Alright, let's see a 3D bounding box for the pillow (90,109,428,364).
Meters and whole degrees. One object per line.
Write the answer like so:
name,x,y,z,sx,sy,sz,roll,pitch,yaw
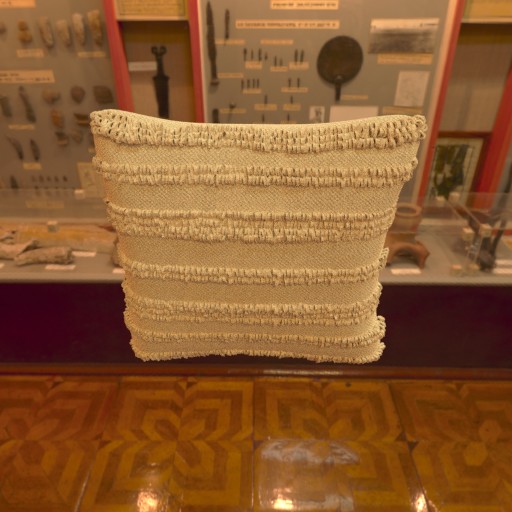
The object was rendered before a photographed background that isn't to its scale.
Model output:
pillow,0.000,0.000,0.665,0.437,0.427,0.145,1,32,2
